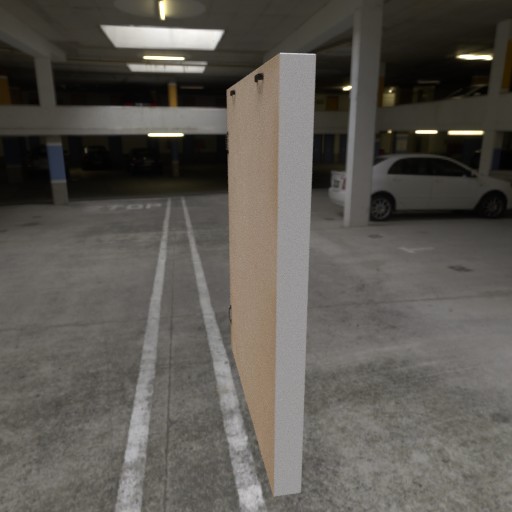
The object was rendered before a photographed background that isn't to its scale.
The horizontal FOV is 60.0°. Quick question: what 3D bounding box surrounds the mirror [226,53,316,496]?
[{"bbox_3d":[0.000,0.000,0.676,0.041,0.508,0.405,-3,16,-10],"label":"mirror"}]
